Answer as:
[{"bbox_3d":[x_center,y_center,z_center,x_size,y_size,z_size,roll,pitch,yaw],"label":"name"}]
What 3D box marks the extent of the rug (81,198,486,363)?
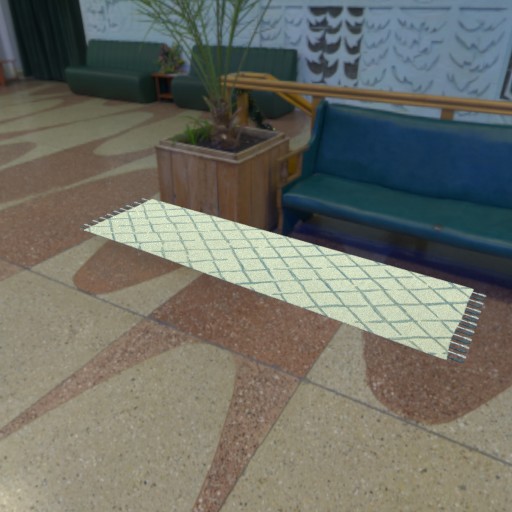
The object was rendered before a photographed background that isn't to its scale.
[{"bbox_3d":[0.000,0.000,2.563,2.372,0.008,0.620,17,34,28],"label":"rug"}]
